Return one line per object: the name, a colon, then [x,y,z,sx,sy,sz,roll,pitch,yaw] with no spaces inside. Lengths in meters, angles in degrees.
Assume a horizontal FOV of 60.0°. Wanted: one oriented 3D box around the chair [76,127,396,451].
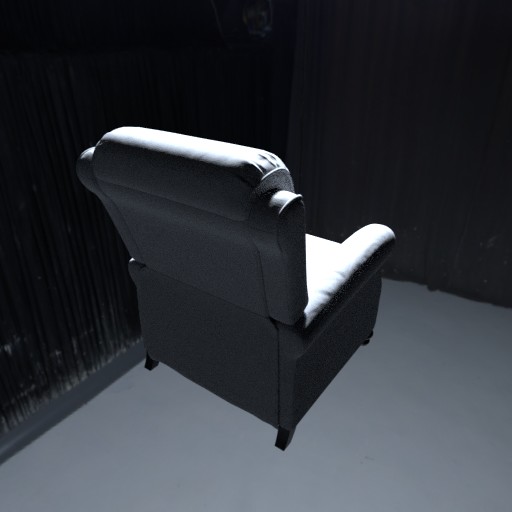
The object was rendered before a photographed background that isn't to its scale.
chair: [0.000,0.000,1.739,0.859,1.046,0.919,19,33,31]
